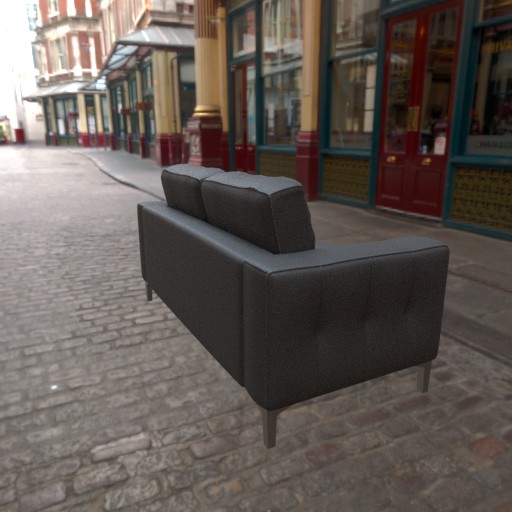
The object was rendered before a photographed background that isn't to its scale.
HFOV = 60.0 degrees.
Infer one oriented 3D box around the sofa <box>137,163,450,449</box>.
[{"bbox_3d":[0.000,0.000,2.284,0.833,0.893,1.726,-8,17,-27],"label":"sofa"}]
